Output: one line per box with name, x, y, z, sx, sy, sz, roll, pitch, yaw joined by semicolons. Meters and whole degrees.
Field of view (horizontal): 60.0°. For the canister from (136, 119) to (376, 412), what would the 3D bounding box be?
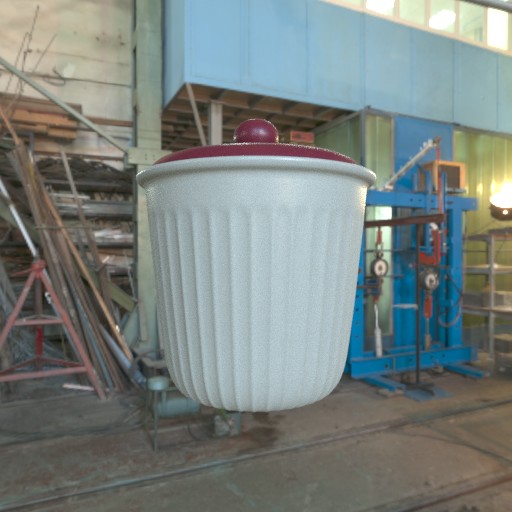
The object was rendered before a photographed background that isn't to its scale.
canister;0.000;0.000;0.346;0.181;0.211;0.181;0;1;0
